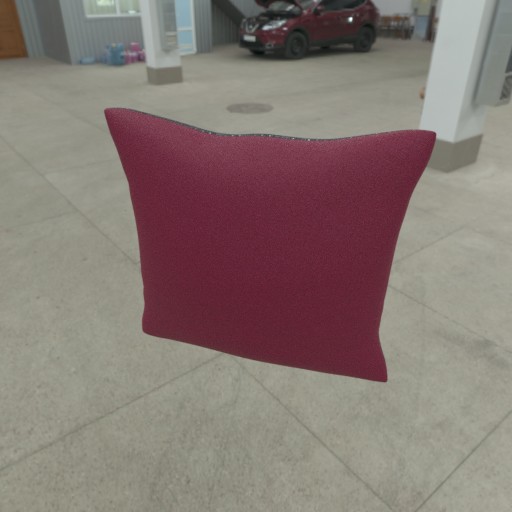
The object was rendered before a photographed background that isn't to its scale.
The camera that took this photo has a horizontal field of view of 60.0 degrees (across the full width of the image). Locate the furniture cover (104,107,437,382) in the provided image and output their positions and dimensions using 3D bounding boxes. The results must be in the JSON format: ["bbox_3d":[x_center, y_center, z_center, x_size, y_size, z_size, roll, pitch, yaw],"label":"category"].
[{"bbox_3d":[0.000,0.000,0.833,0.552,0.509,0.193,9,32,14],"label":"furniture cover"}]
